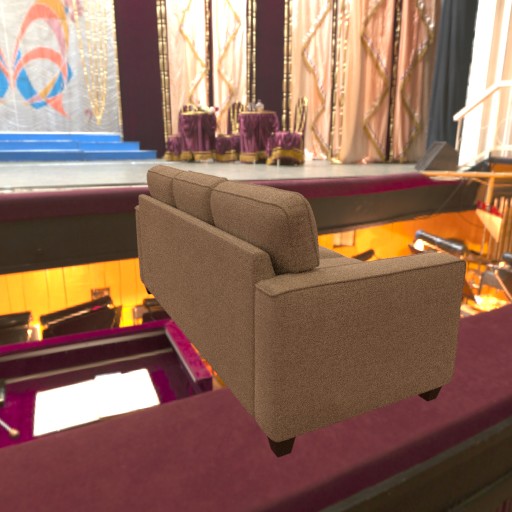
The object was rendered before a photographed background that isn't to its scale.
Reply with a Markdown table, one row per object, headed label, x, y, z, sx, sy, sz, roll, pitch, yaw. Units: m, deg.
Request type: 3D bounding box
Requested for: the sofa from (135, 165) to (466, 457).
| label | x | y | z | sx | sy | sz | roll | pitch | yaw |
| --- | --- | --- | --- | --- | --- | --- | --- | --- | --- |
| sofa | 0.000 | 0.000 | 2.578 | 0.939 | 0.965 | 2.133 | -7 | 17 | -26 |
